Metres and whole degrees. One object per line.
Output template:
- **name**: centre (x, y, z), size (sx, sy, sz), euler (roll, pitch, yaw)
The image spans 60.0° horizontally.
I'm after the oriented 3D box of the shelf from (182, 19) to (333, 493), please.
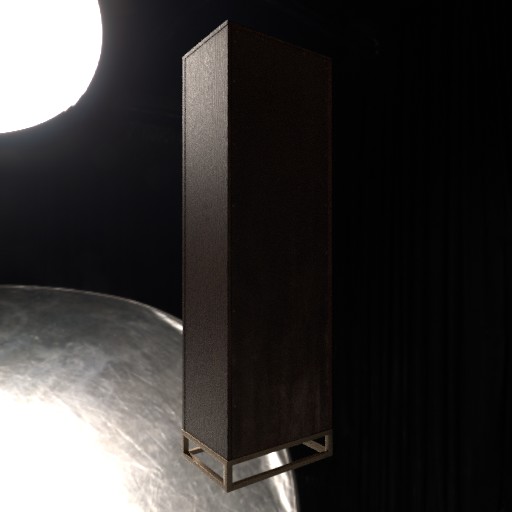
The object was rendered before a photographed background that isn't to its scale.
- **shelf**: centre (0.000, 0.000, 1.936), size (0.539, 1.732, 0.395), euler (0, 0, -35)
